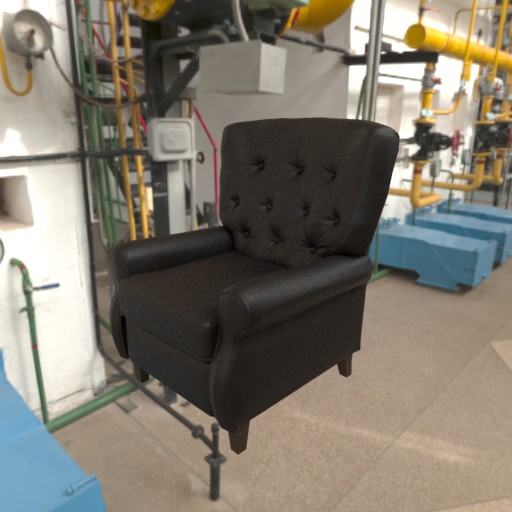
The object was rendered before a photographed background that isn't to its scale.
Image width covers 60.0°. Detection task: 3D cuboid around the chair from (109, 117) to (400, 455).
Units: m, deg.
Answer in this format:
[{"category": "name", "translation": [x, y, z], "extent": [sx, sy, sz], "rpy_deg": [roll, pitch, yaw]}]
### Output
[{"category": "chair", "translation": [0.000, 0.000, 1.937], "extent": [0.948, 1.158, 1.058], "rpy_deg": [16, 24, 42]}]
